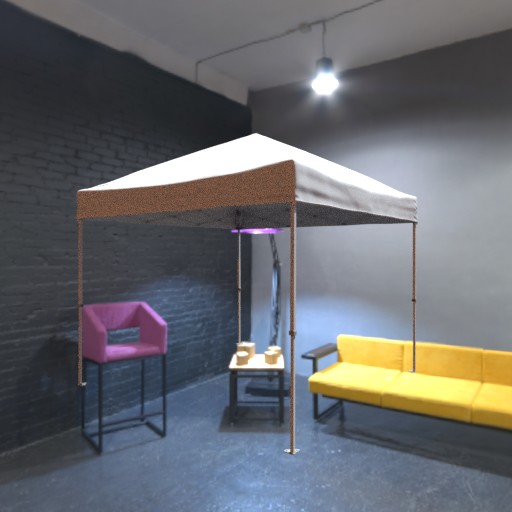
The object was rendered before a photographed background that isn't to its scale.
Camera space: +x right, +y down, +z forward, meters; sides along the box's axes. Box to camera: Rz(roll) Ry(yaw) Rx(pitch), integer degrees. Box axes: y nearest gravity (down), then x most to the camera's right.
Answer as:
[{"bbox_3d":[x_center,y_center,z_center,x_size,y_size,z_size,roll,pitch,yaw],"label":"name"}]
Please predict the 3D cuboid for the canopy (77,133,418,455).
[{"bbox_3d":[0.000,0.000,5.434,2.998,2.997,2.996,0,1,37],"label":"canopy"}]
